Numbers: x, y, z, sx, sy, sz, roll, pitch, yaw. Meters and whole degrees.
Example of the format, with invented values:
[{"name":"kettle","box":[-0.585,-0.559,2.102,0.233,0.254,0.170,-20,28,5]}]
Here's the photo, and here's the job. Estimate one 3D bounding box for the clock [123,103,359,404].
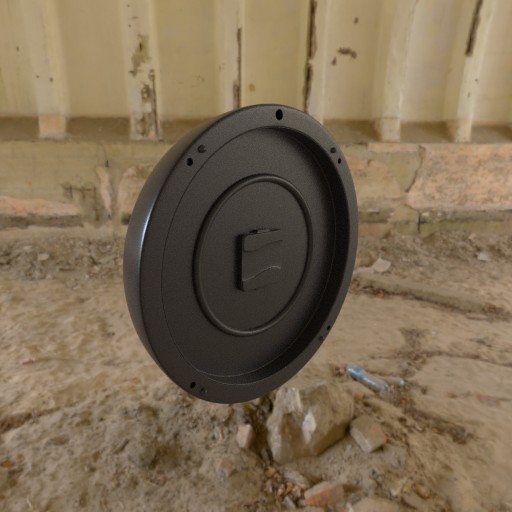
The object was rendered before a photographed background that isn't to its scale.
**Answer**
[{"name":"clock","box":[0.000,0.000,0.464,0.300,0.300,0.060,-14,21,-42]}]
